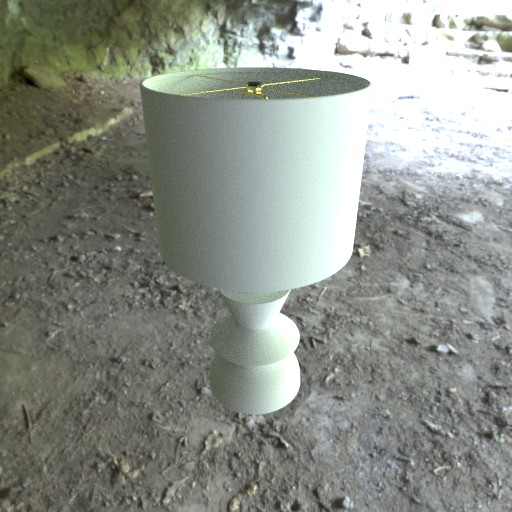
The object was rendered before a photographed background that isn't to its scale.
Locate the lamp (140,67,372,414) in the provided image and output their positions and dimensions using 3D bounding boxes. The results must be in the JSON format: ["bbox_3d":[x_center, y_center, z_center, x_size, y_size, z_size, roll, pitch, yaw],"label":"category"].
[{"bbox_3d":[0.000,0.000,0.716,0.301,0.533,0.301,-21,35,-33],"label":"lamp"}]
